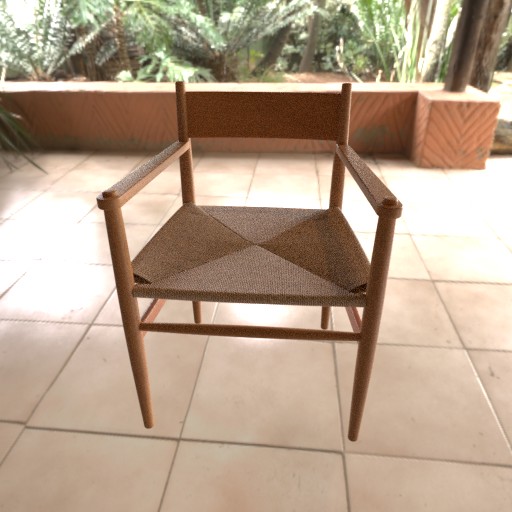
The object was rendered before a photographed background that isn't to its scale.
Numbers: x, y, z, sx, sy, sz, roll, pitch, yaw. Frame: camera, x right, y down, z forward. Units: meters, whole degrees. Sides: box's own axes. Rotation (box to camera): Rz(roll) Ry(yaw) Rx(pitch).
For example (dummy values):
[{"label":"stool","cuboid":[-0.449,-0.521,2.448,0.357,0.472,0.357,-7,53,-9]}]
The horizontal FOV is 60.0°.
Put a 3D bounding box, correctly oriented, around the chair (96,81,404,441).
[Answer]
[{"label":"chair","cuboid":[0.000,0.000,1.116,0.556,0.762,0.495,2,29,4]}]
